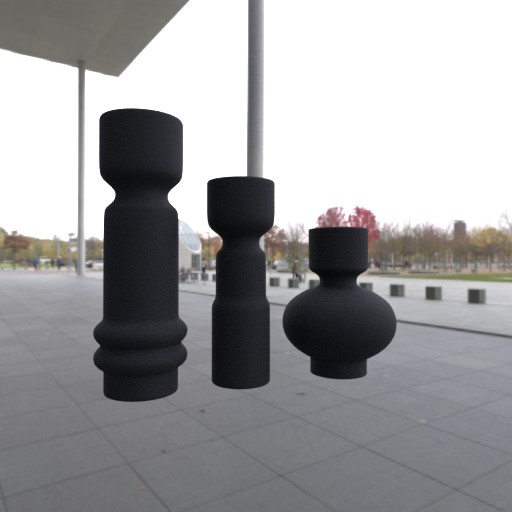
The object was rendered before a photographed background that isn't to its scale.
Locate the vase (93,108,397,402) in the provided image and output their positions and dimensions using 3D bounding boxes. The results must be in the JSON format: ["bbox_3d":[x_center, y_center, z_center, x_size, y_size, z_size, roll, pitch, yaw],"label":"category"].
[{"bbox_3d":[0.000,0.000,0.445,0.307,0.249,0.120,0,-1,-20],"label":"vase"}]
